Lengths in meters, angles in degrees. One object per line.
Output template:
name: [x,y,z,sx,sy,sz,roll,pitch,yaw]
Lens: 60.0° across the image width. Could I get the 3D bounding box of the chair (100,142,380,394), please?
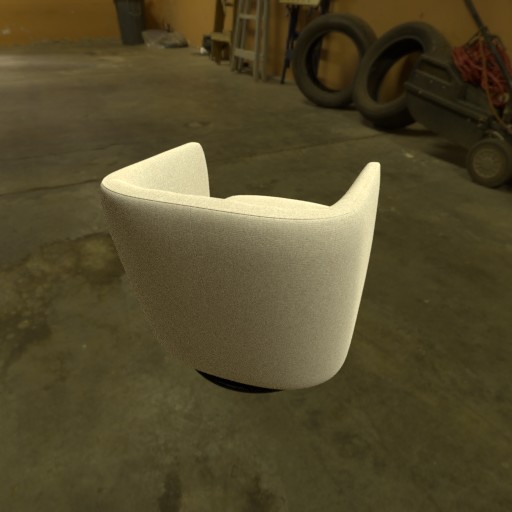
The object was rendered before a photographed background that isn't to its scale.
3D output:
chair: [0.000,0.000,1.695,0.822,0.861,0.986,10,33,16]
